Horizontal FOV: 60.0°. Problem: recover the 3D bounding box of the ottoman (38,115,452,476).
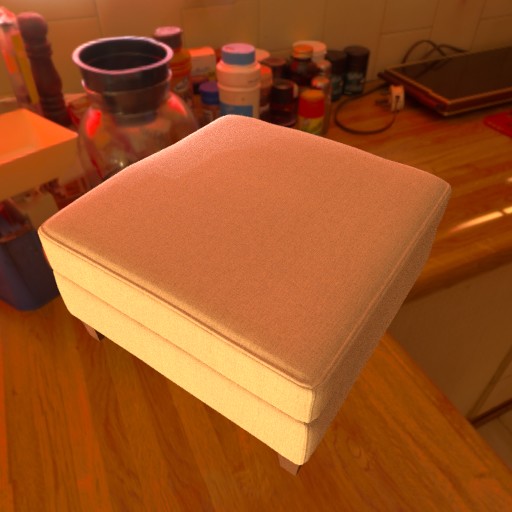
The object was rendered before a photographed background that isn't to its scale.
[{"bbox_3d":[0.000,0.000,1.323,0.838,0.503,0.838,25,48,25],"label":"ottoman"}]
